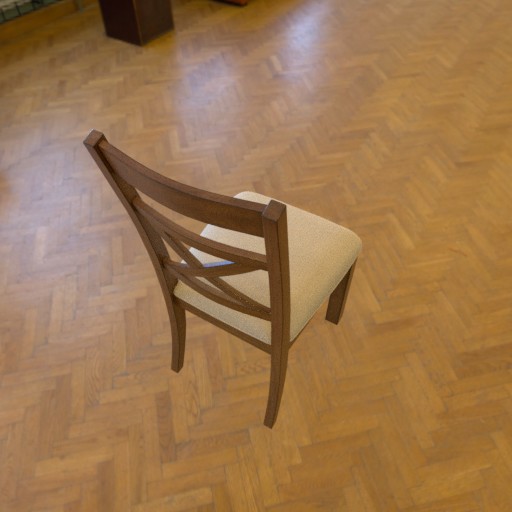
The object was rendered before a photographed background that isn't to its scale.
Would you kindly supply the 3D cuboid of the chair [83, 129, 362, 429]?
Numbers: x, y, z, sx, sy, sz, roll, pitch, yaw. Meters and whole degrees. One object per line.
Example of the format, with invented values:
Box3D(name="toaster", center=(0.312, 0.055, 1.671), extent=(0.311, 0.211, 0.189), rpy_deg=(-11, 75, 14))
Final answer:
Box3D(name="chair", center=(0.000, 0.000, 1.246), extent=(0.461, 0.949, 0.581), rpy_deg=(24, 53, 20))
